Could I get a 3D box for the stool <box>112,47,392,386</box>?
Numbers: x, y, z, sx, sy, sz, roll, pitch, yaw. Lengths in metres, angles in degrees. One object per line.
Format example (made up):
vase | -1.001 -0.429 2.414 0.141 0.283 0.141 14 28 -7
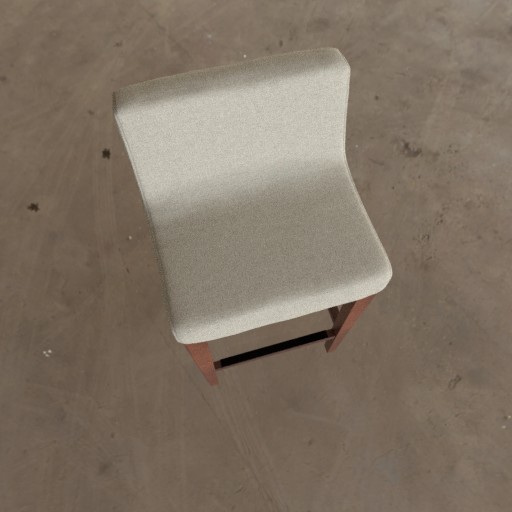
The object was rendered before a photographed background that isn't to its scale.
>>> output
stool | 0.000 0.000 1.251 0.511 0.937 0.500 -14 65 -7
